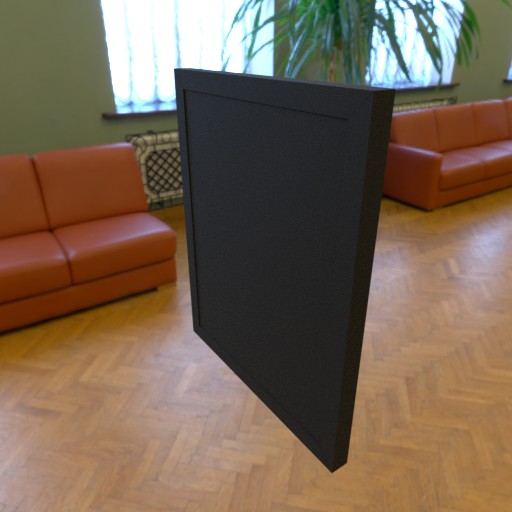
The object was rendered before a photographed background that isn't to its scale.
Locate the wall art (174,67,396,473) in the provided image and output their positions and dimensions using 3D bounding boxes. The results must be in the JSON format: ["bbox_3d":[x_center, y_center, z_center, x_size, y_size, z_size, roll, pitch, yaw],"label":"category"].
[{"bbox_3d":[0.000,0.000,0.740,0.033,0.559,0.457,-17,31,-31],"label":"wall art"}]
